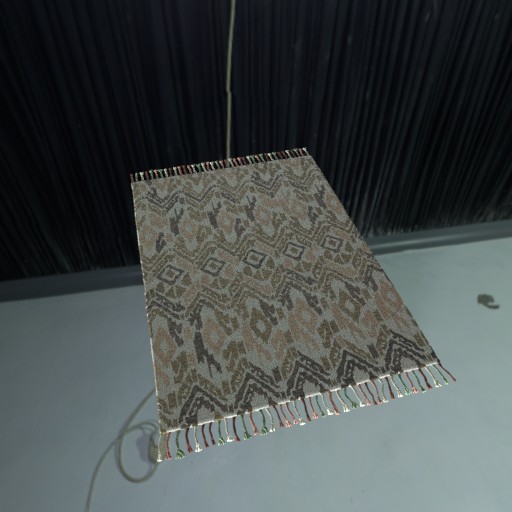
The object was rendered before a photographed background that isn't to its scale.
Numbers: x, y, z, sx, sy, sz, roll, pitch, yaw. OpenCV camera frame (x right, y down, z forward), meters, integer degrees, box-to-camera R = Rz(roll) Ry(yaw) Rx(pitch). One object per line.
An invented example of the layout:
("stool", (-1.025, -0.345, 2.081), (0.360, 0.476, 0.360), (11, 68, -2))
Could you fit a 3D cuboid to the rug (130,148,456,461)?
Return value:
("rug", (0.000, 0.000, 2.316), (1.219, 0.008, 1.829), (-11, 47, -10))
